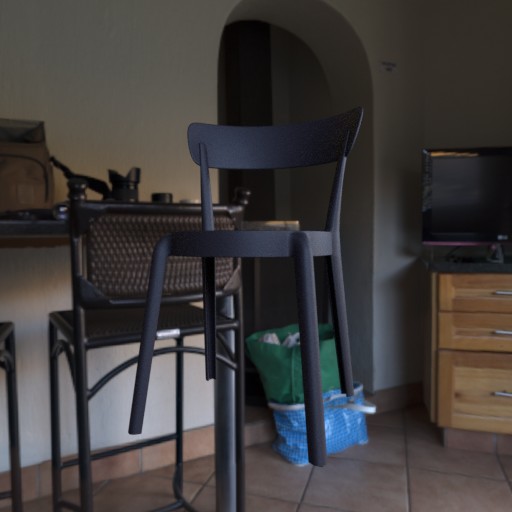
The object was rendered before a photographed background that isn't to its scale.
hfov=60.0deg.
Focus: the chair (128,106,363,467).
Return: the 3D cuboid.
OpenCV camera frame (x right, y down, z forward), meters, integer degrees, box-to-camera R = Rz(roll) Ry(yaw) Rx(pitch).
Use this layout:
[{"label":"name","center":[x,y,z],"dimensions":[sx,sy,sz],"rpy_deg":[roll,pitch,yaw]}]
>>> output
[{"label":"chair","center":[0.000,0.000,1.134],"dimensions":[0.506,0.790,0.491],"rpy_deg":[1,2,19]}]
